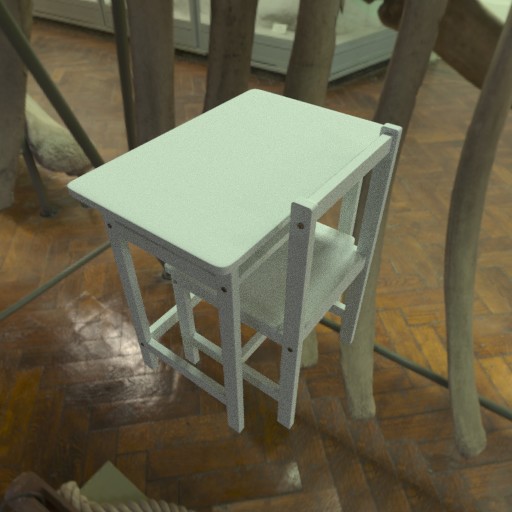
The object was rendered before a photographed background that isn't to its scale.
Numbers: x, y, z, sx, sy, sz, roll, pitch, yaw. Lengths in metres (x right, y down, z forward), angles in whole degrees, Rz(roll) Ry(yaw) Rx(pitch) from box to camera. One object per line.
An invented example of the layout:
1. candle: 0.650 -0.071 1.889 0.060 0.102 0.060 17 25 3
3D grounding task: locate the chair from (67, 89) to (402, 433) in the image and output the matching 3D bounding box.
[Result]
1. chair: 0.000 0.000 1.089 0.461 0.673 0.599 26 48 26
